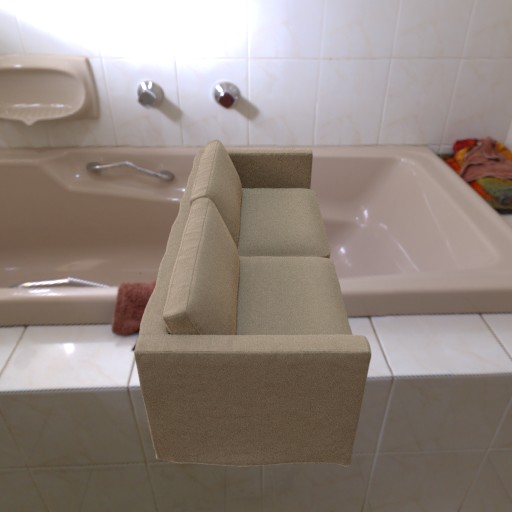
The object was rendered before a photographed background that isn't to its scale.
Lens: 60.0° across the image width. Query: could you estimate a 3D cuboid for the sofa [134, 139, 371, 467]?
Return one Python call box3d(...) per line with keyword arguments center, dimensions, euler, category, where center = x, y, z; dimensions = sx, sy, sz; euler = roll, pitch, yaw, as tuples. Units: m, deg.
box3d(center=(0.000, 0.000, 2.804), dimensions=(0.962, 0.853, 2.312), euler=(0, 33, 0), category="sofa")
